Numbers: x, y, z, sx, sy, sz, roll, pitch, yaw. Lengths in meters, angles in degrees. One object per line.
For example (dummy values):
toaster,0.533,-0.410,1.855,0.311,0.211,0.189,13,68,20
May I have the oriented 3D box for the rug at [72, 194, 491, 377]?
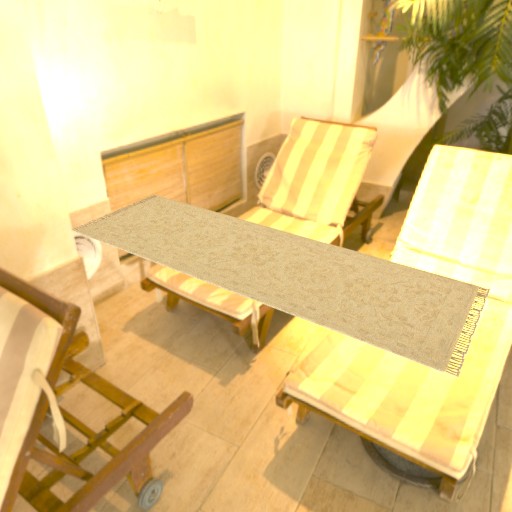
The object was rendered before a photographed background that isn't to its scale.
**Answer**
rug,0.000,0.000,2.743,2.544,0.015,0.795,18,34,29
